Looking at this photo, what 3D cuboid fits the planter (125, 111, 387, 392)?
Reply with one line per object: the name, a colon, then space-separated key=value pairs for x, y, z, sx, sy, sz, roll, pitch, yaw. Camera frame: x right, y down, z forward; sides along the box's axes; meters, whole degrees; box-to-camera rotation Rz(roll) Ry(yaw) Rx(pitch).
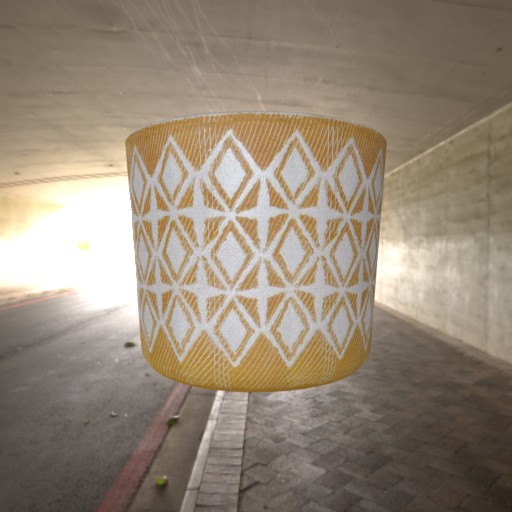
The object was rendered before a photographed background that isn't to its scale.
planter: x=0.000 y=0.000 z=0.342 sx=0.193 sy=0.165 sz=0.193 roll=0 pitch=1 yaw=0
